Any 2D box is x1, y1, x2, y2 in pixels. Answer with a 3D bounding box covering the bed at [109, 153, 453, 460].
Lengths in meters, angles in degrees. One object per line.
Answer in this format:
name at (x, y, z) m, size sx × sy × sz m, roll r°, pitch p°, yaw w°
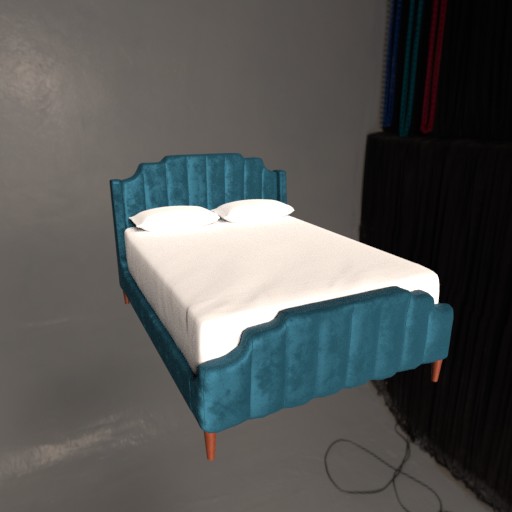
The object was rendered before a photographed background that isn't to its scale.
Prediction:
bed at (0.000, 0.000, 3.314) m, size 1.678 × 1.338 × 2.322 m, roll -8°, pitch 19°, yaw -25°
